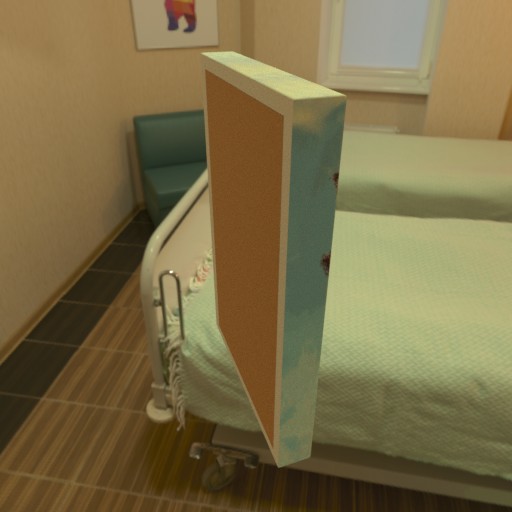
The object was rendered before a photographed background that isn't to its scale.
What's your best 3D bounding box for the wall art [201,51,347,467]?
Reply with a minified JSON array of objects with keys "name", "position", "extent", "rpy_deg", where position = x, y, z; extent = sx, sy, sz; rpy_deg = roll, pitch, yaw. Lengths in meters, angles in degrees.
[{"name":"wall art","position":[0.000,0.000,0.482],"extent":[0.039,0.380,0.251],"rpy_deg":[-10,33,-17]}]
